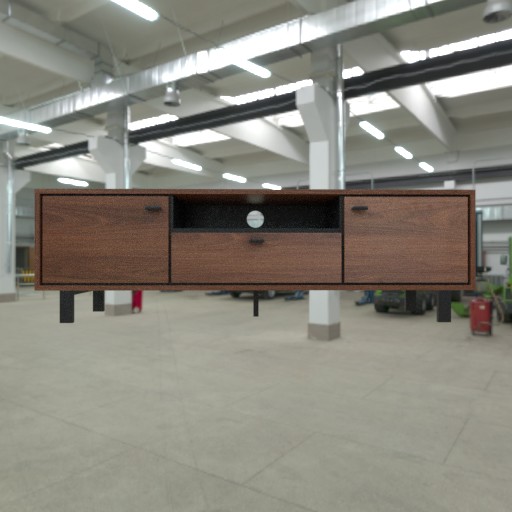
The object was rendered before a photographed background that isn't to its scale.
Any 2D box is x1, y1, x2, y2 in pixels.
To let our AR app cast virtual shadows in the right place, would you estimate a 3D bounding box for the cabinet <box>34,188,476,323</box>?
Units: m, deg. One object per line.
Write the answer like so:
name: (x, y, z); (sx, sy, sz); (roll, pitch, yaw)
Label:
cabinet: (0.000, 0.000, 1.826); (1.650, 0.500, 0.400); (0, 0, -1)
